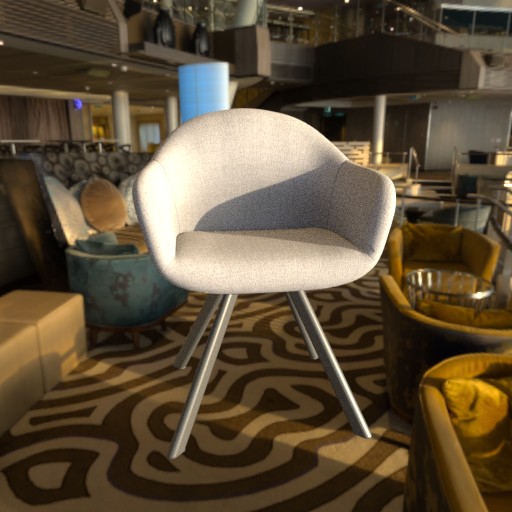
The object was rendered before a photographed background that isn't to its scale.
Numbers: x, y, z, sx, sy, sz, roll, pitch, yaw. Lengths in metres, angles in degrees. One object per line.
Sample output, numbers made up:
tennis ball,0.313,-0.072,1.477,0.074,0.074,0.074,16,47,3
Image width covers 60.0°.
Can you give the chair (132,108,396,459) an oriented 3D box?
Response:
chair,0.000,0.000,1.206,0.590,0.795,0.550,-2,15,-8
